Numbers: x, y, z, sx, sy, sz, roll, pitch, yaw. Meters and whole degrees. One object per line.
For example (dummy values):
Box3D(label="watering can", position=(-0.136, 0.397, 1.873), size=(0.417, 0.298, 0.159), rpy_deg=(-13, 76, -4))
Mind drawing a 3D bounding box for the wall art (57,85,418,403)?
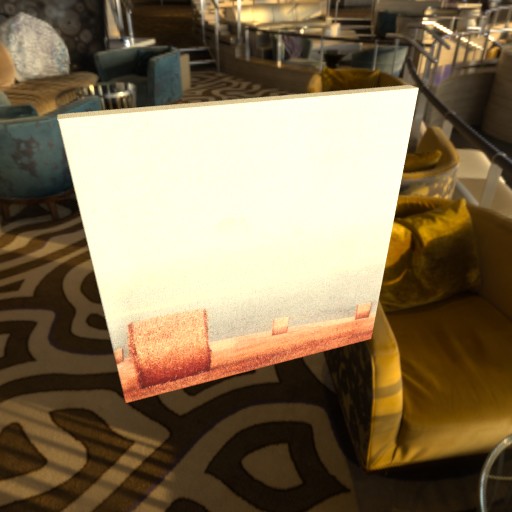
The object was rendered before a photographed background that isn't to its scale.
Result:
Box3D(label="wall art", position=(0.000, 0.000, 0.885), size=(0.605, 0.605, 0.034), rpy_deg=(-11, 34, -16))
